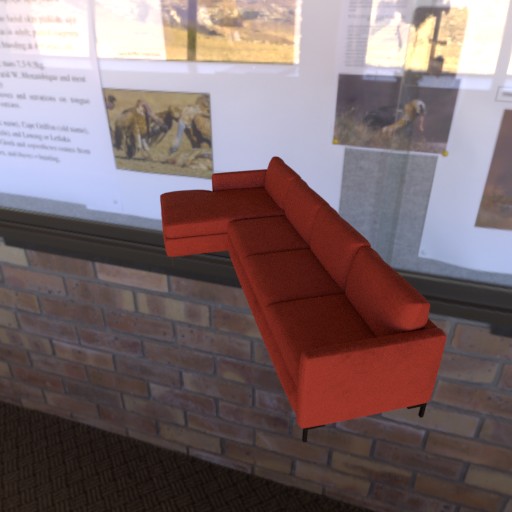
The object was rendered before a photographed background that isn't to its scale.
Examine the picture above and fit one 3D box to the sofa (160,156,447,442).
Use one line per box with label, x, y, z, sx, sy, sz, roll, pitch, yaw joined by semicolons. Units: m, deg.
sofa;0.000;0.000;2.924;1.136;0.663;2.467;-7;30;-12
